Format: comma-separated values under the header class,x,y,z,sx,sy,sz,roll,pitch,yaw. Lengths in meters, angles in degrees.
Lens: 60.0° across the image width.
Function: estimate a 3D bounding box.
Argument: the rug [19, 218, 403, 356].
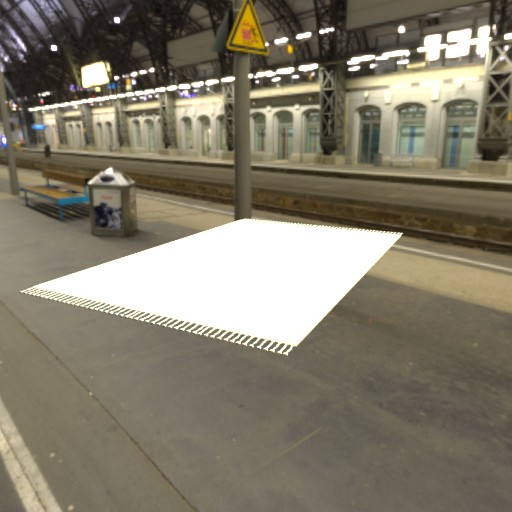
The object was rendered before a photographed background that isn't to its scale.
class,x,y,z,sx,sy,sz,roll,pitch,yaw
rug,0.000,0.000,3.017,1.524,0.010,2.438,8,17,26
